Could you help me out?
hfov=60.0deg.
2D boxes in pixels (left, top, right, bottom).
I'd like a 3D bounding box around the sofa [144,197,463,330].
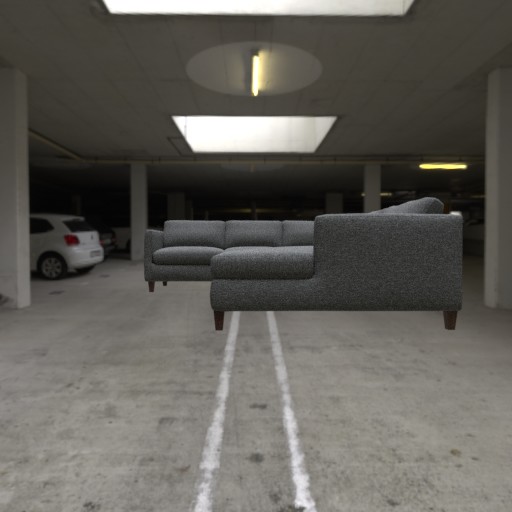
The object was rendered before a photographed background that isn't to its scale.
[{"bbox_3d":[0.000,0.000,4.292,2.551,0.853,3.238,0,1,-1],"label":"sofa"}]
